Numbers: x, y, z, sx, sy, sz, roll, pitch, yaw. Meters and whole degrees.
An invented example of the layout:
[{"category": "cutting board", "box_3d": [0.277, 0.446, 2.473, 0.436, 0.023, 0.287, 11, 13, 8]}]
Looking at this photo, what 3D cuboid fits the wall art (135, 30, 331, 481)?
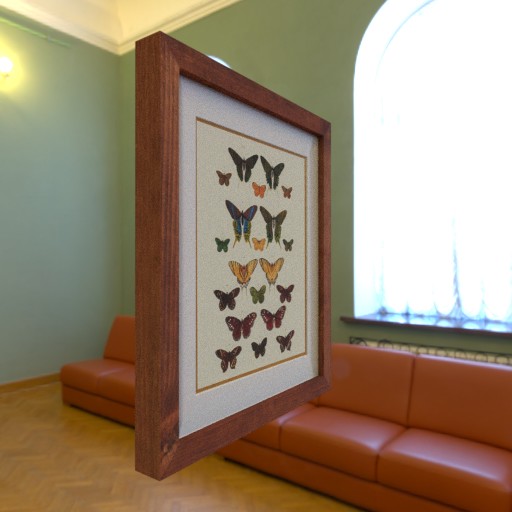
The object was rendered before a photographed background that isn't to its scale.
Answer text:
[{"category": "wall art", "box_3d": [0.000, 0.000, 0.606, 0.039, 0.449, 0.377, 0, 0, 36]}]
